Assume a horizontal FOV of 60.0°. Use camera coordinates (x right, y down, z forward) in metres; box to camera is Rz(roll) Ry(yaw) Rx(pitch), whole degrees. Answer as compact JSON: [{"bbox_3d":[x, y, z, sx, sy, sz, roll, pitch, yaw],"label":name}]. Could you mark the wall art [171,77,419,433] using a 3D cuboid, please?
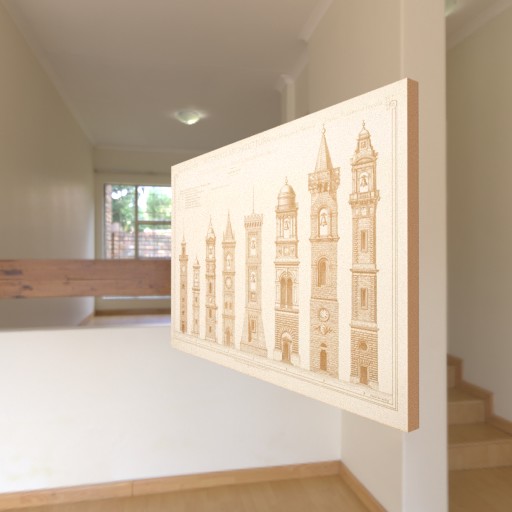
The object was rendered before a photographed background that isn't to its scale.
[{"bbox_3d":[0.000,0.000,1.136,0.033,0.608,0.915,0,0,-37],"label":"wall art"}]
